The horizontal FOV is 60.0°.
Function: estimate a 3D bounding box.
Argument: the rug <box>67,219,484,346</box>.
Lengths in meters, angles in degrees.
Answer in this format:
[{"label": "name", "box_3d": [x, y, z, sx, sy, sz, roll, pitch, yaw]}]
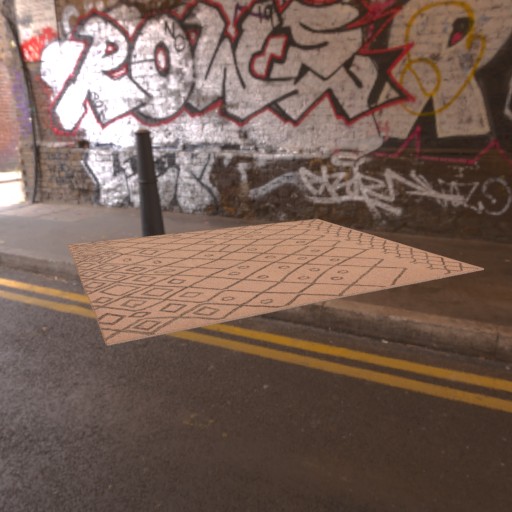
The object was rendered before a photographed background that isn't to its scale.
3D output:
[{"label": "rug", "box_3d": [0.000, 0.000, 4.096, 3.046, 0.015, 2.446, -8, 17, -26]}]
